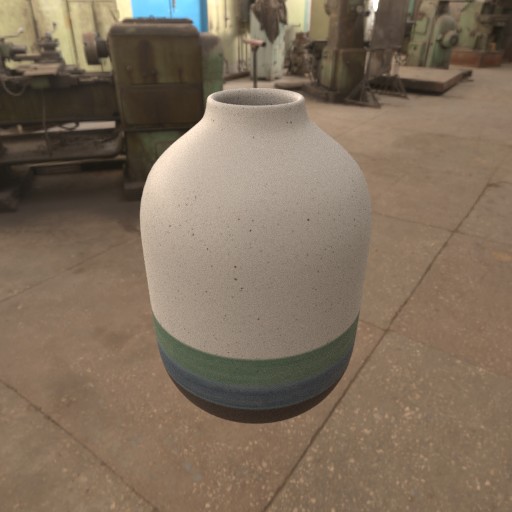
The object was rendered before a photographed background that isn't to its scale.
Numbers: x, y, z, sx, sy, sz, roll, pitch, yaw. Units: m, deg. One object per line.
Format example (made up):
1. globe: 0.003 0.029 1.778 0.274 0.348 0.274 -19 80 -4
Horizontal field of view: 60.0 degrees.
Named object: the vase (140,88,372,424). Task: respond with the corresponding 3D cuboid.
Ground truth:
1. vase: 0.000 0.000 0.349 0.169 0.240 0.169 0 30 0
